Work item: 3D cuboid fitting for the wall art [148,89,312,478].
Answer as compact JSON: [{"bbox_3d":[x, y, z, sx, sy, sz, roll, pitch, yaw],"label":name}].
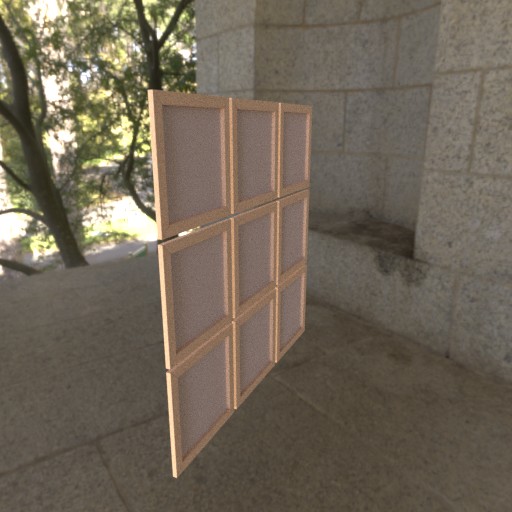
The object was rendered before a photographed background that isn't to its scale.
[{"bbox_3d":[0.000,0.000,1.821,0.016,1.207,1.217,8,18,25],"label":"wall art"}]
